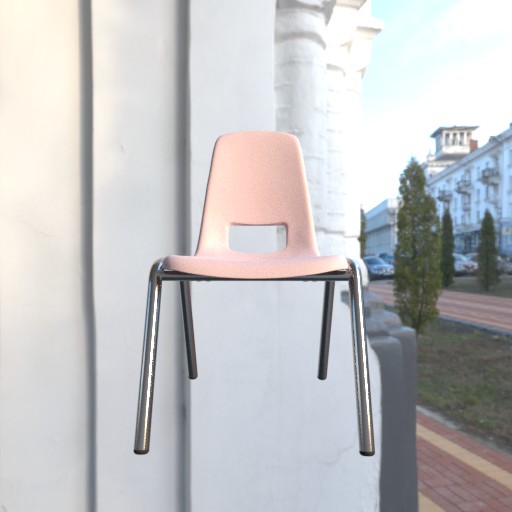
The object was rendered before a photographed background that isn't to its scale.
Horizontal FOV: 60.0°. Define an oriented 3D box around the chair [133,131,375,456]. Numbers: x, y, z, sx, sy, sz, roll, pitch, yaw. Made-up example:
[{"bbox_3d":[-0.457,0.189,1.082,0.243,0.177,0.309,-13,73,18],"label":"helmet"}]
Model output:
[{"bbox_3d":[0.000,0.000,0.851,0.354,0.586,0.423,0,0,1],"label":"chair"}]
